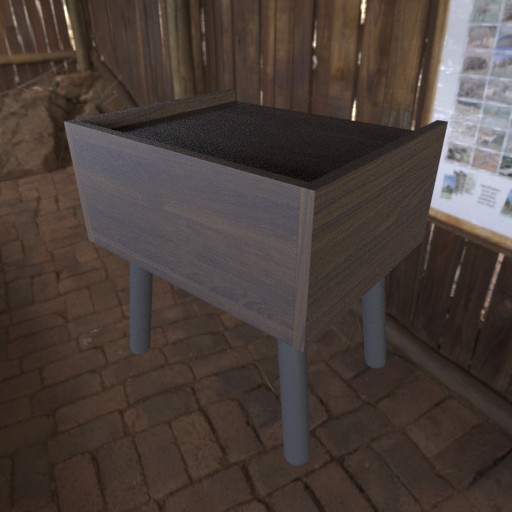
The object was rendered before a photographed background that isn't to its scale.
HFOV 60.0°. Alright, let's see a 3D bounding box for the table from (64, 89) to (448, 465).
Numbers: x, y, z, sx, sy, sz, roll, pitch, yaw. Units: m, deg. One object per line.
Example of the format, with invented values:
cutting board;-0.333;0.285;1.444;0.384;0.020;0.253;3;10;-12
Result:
table;0.000;0.000;0.788;0.450;0.470;0.370;22;37;33
